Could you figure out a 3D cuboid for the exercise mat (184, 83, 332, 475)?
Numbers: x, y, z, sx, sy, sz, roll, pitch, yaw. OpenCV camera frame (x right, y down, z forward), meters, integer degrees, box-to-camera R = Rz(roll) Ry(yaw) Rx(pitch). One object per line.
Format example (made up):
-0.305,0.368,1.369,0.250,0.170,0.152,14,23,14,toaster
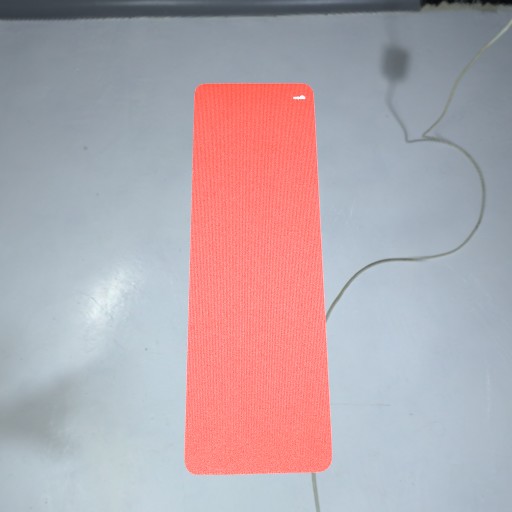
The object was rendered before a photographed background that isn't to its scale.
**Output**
0.000,0.000,2.075,0.616,0.021,1.869,-1,75,0,exercise mat
